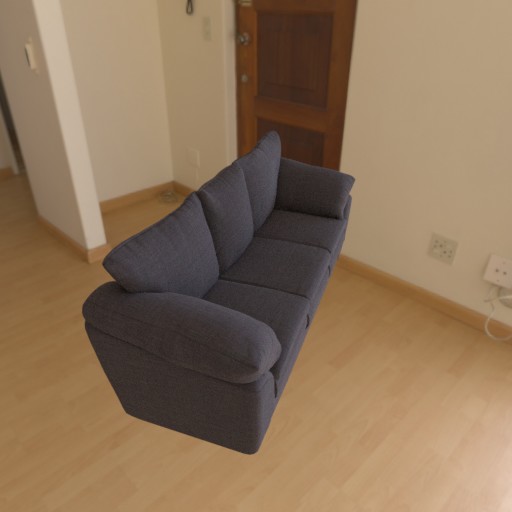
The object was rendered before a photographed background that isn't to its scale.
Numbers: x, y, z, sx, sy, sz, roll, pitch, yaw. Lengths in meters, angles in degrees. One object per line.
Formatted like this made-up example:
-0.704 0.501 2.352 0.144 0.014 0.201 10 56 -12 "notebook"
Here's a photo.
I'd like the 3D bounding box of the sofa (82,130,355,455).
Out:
0.000 0.000 2.857 0.883 1.080 2.336 11 32 17 "sofa"
